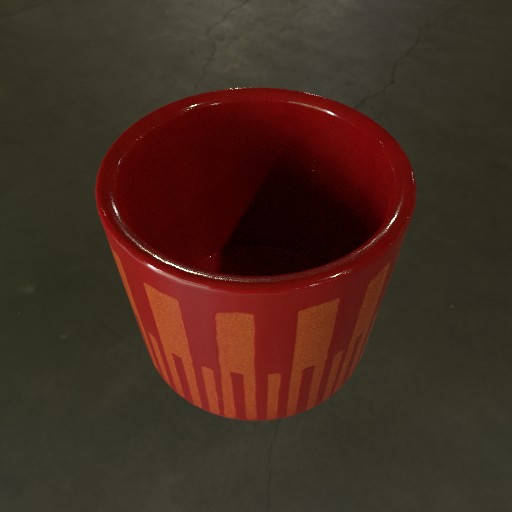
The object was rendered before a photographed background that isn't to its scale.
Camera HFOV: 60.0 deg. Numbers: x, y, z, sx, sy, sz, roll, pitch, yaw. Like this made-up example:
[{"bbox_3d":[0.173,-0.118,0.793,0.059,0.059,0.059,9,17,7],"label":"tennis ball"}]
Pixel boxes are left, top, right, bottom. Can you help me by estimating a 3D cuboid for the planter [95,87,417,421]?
[{"bbox_3d":[0.000,0.000,0.397,0.230,0.202,0.230,0,49,0],"label":"planter"}]
